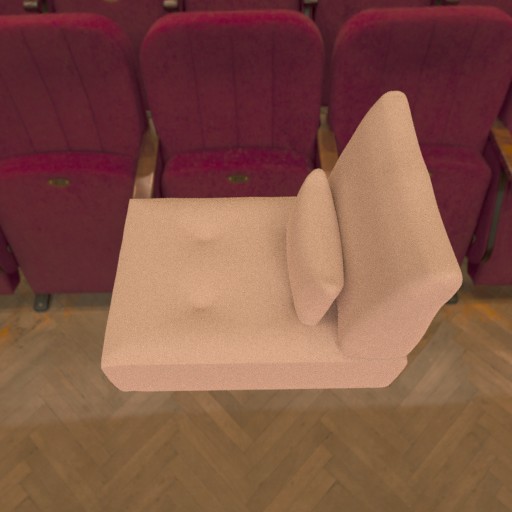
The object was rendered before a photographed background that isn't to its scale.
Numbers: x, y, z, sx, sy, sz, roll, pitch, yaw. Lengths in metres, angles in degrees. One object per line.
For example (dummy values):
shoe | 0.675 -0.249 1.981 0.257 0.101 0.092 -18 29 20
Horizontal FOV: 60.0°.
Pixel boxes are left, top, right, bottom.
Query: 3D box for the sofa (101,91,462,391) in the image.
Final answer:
sofa | 0.000 0.000 1.502 1.000 0.820 0.700 -1 57 0
